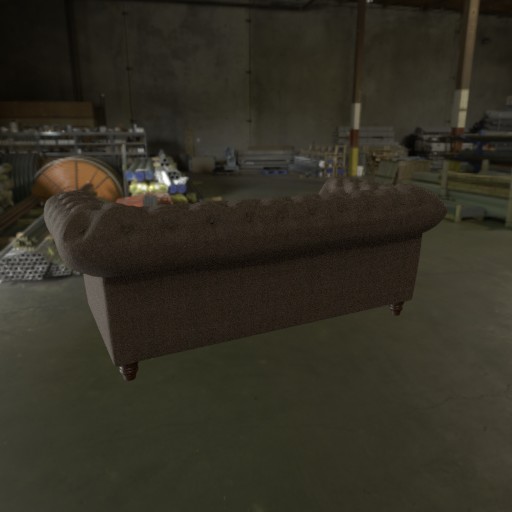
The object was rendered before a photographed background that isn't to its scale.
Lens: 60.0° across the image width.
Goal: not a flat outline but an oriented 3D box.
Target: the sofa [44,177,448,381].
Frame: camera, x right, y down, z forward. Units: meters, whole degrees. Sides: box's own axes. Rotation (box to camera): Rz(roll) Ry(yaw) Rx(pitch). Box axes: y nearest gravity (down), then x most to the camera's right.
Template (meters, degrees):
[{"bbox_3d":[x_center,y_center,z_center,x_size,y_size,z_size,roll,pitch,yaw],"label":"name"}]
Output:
[{"bbox_3d":[0.000,0.000,2.462,2.048,0.780,0.944,-8,17,-26],"label":"sofa"}]
